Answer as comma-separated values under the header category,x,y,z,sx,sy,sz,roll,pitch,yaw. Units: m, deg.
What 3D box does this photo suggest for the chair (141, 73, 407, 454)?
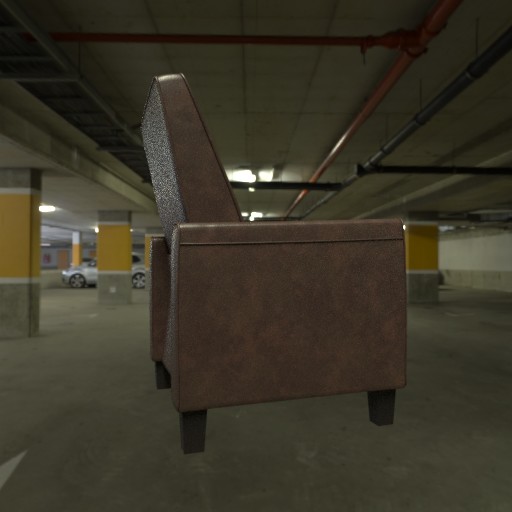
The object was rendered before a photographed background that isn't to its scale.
category,x,y,z,sx,sy,sz,roll,pitch,yaw
chair,0.000,0.000,1.531,0.746,1.013,0.705,0,-1,-19
